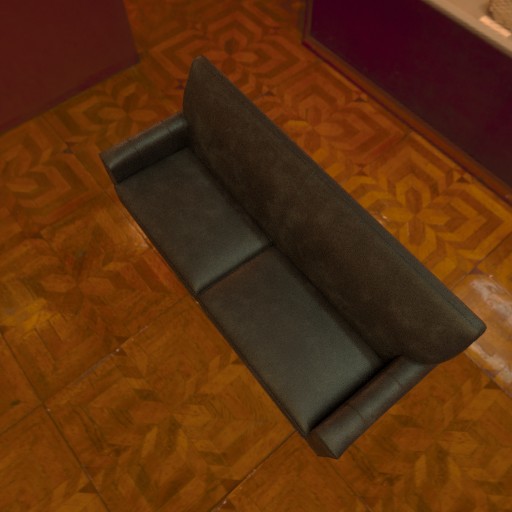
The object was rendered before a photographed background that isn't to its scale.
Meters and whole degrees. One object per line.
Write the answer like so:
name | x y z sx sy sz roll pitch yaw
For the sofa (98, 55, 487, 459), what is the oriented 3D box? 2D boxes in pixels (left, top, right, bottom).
sofa | 0.000 0.000 2.448 0.805 0.947 2.053 -35 68 -16
